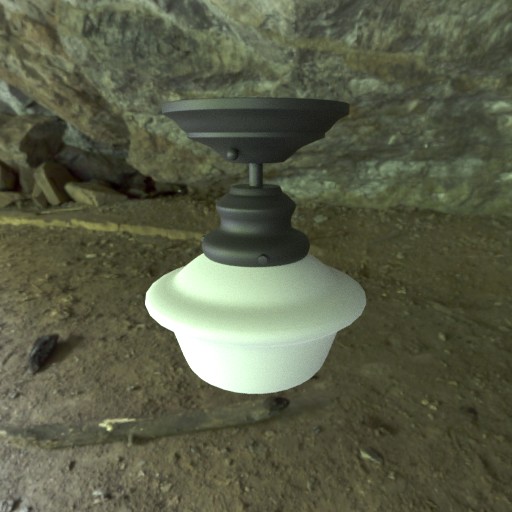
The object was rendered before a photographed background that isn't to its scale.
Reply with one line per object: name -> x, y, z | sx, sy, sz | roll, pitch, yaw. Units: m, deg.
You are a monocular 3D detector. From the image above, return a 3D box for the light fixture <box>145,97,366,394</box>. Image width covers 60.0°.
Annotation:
light fixture -> 0.000, 0.000, 0.395 | 0.197, 0.254, 0.197 | 0, 15, 0
